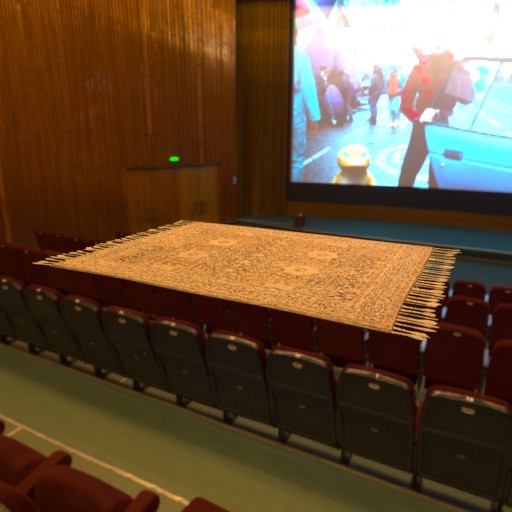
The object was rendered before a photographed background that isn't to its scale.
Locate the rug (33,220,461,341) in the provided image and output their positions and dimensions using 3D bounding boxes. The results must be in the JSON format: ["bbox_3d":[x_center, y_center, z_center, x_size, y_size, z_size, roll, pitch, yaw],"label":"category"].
[{"bbox_3d":[0.000,0.000,3.003,2.465,0.023,1.619,8,17,26],"label":"rug"}]
